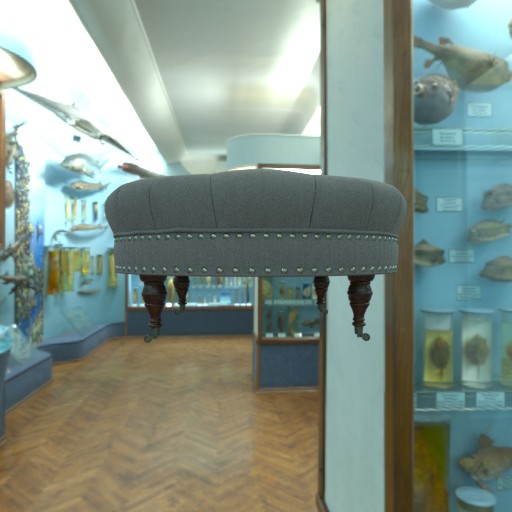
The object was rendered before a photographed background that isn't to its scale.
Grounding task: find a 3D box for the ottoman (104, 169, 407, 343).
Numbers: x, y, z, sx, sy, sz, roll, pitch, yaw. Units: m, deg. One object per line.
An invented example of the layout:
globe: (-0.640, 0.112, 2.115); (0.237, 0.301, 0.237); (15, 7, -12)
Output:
ottoman: (0.000, 0.000, 1.393); (0.901, 0.439, 0.901); (0, 0, 0)
